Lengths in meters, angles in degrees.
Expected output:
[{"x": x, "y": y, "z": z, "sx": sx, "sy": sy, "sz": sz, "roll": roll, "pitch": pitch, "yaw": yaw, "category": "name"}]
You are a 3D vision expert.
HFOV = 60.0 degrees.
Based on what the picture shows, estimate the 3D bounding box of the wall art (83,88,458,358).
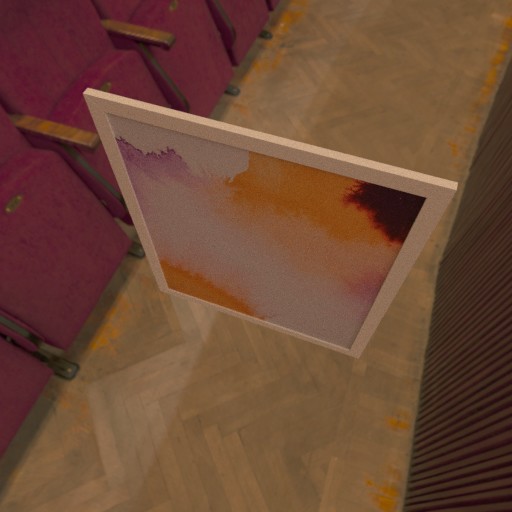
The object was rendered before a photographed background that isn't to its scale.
[{"x": 0.000, "y": 0.000, "z": 0.777, "sx": 0.482, "sy": 0.557, "sz": 0.012, "roll": 17, "pitch": 59, "yaw": 11, "category": "wall art"}]
